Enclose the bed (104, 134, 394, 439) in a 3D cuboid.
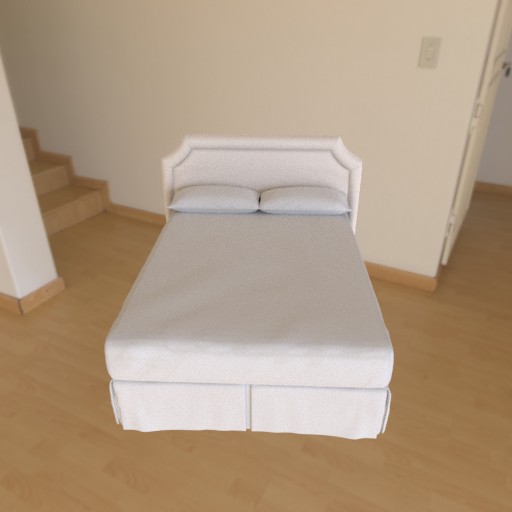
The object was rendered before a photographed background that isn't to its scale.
[{"bbox_3d":[0.000,0.000,3.303,1.828,1.297,2.164,1,29,2],"label":"bed"}]
